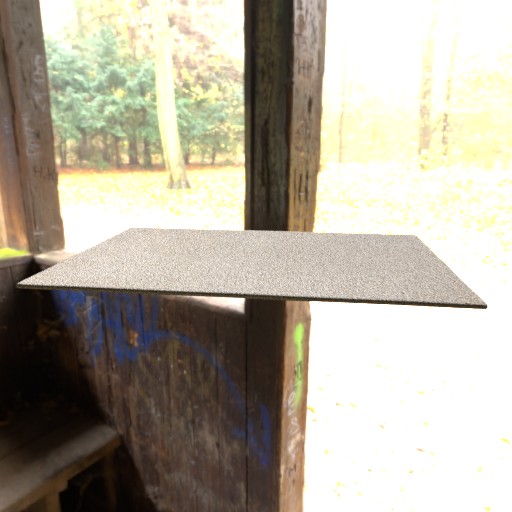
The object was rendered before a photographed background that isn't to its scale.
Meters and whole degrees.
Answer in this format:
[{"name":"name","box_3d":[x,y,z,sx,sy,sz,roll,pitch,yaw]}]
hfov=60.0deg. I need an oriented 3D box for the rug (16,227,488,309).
[{"name":"rug","box_3d":[0.000,0.000,3.385,2.743,0.030,1.778,2,15,7]}]
